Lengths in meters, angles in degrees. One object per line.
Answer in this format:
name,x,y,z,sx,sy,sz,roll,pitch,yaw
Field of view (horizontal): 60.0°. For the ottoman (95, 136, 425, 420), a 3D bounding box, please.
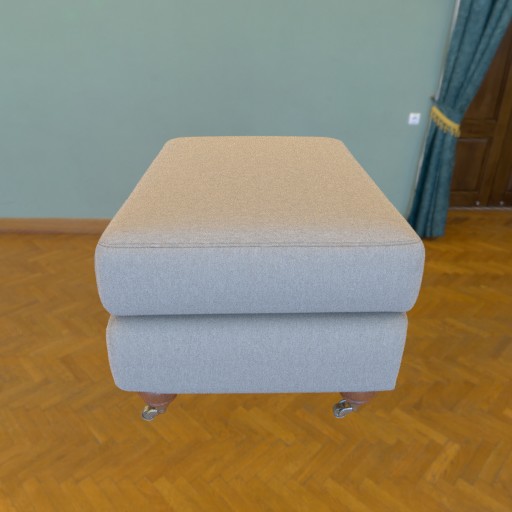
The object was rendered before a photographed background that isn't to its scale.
ottoman,0.000,0.000,1.136,0.574,0.497,0.773,0,28,-1
